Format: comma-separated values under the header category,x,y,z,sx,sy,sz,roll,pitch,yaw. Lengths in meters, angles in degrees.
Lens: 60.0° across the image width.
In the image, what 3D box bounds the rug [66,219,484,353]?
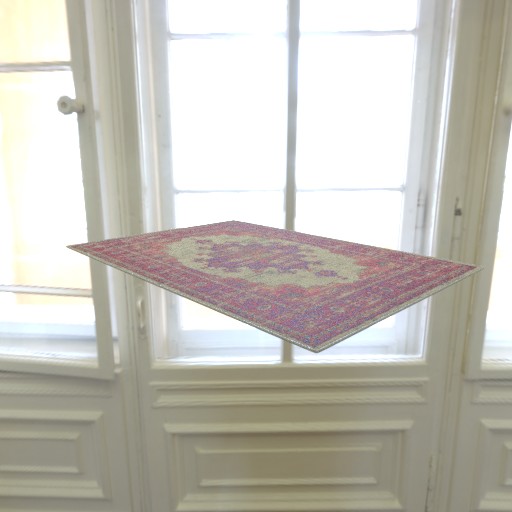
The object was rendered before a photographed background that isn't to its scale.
category,x,y,z,sx,sy,sz,roll,pitch,yaw
rug,0.000,0.000,3.657,2.005,0.014,2.878,-13,20,-42
